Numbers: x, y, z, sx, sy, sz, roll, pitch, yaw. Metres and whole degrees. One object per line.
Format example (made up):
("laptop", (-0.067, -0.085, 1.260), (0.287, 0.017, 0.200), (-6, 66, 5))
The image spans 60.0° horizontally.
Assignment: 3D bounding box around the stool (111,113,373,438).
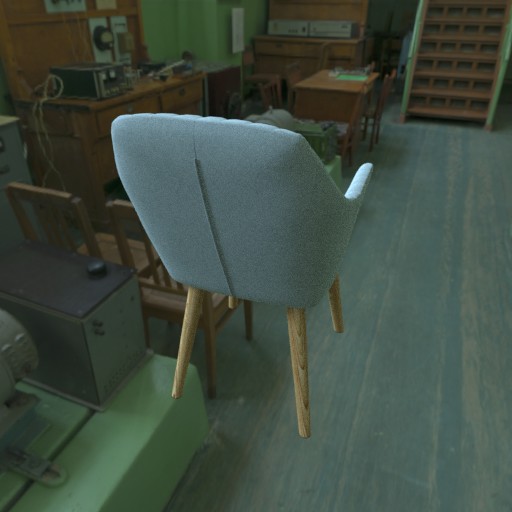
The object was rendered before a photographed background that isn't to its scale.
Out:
("stool", (0.000, 0.000, 1.147), (0.503, 0.830, 0.590), (10, 33, 17))
